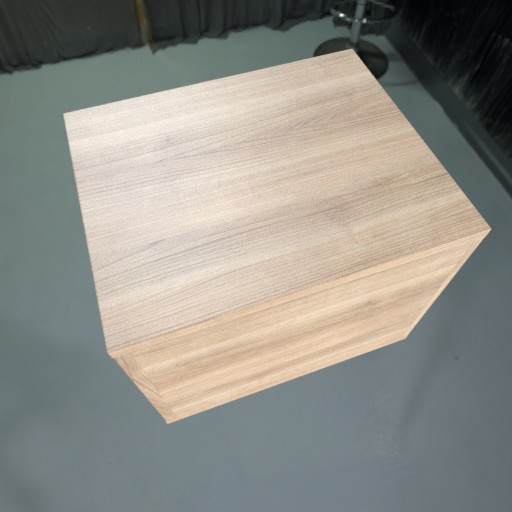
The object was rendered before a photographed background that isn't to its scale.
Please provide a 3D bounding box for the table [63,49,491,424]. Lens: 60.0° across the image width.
[{"bbox_3d":[0.000,0.000,0.764,0.445,0.460,0.380,-17,60,-10],"label":"table"}]
